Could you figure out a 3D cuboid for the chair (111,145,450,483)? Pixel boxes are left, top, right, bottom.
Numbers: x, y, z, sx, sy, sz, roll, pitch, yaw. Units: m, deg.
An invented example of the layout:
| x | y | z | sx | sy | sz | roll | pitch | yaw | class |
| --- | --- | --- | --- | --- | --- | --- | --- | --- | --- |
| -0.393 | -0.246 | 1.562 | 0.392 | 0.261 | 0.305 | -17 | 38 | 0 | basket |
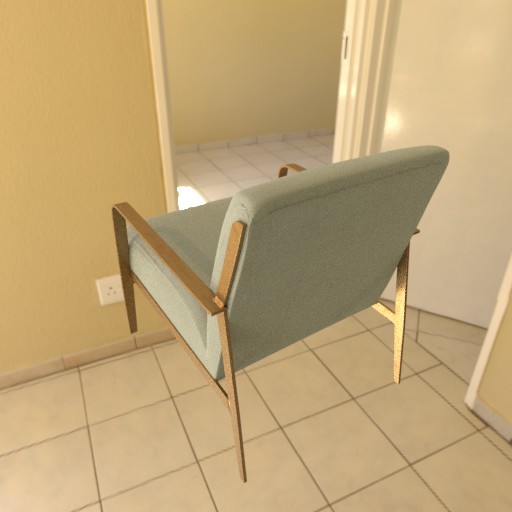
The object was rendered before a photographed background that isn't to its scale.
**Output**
| x | y | z | sx | sy | sz | roll | pitch | yaw | class |
| --- | --- | --- | --- | --- | --- | --- | --- | --- | --- |
| 0.000 | 0.000 | 1.428 | 0.701 | 0.824 | 0.842 | -19 | 35 | -29 | chair |
